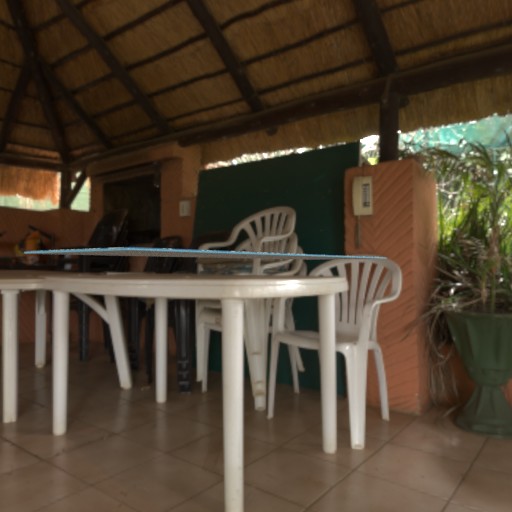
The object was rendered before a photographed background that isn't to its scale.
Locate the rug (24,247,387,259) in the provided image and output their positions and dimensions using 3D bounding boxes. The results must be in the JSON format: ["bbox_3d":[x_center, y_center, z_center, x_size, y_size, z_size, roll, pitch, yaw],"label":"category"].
[{"bbox_3d":[0.000,0.000,2.438,0.662,0.011,2.196,-1,-2,37],"label":"rug"}]
